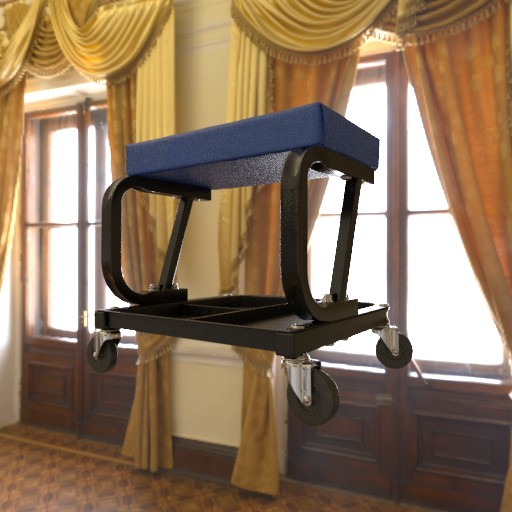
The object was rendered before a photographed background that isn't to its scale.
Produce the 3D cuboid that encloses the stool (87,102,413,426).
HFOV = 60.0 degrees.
[{"bbox_3d":[0.000,0.000,0.743,0.446,0.380,0.371,0,0,35],"label":"stool"}]
